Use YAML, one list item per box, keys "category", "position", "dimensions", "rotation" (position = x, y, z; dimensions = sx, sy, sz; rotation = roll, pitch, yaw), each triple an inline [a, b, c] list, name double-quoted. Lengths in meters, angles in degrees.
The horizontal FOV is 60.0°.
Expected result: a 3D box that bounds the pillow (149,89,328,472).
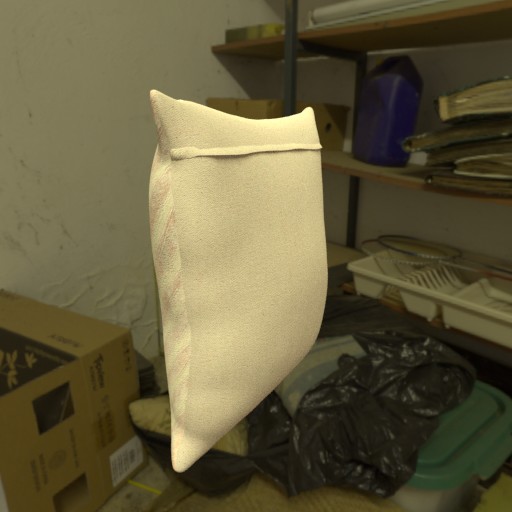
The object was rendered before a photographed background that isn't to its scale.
- category: "pillow"
  position: [0.000, 0.000, 0.657]
  dimensions: [0.182, 0.441, 0.440]
  rotation: [8, 17, 26]
